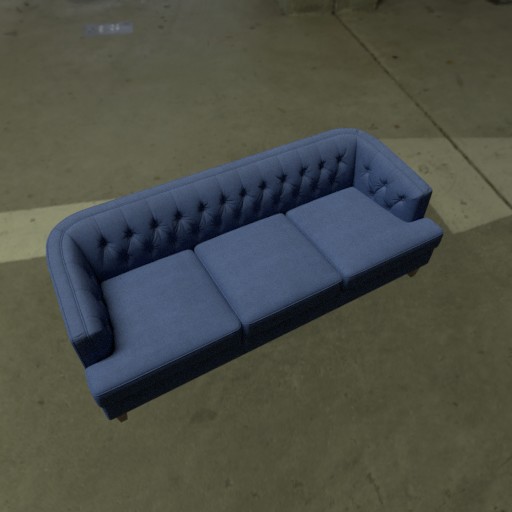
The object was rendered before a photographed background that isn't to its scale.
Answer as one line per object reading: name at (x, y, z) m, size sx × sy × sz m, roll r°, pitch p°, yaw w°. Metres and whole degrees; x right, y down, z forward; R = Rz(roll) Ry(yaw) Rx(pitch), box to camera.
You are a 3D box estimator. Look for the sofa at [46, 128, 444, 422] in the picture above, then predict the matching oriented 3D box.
sofa at (0.000, 0.000, 2.705) m, size 2.235 × 0.787 × 0.914 m, roll -22°, pitch 50°, yaw -20°
